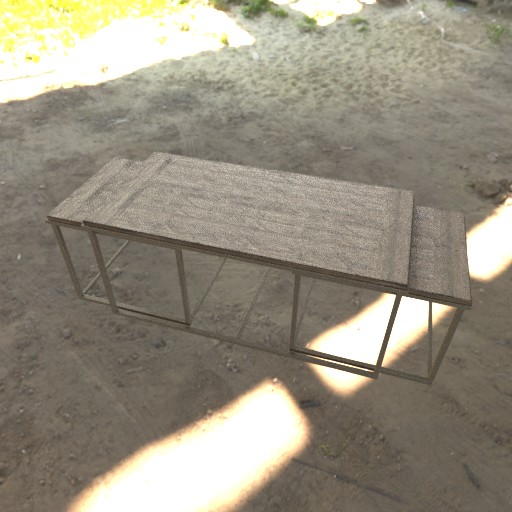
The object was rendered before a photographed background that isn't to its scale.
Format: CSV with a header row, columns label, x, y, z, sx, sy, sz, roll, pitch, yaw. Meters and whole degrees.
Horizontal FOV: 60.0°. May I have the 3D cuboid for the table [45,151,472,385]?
label,x,y,z,sx,sy,sz,roll,pitch,yaw
table,0.000,0.000,1.563,1.312,0.427,0.489,11,41,13
